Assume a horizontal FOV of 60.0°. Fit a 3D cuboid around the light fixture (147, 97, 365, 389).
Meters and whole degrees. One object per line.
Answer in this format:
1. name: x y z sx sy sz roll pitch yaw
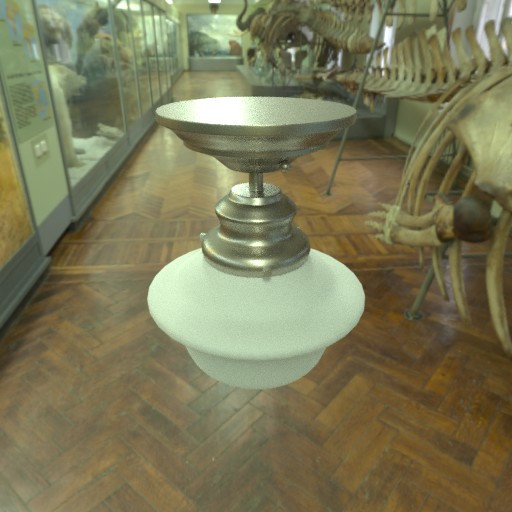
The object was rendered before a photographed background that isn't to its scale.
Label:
1. light fixture: 0.000 0.000 0.397 0.199 0.254 0.199 0 26 0
